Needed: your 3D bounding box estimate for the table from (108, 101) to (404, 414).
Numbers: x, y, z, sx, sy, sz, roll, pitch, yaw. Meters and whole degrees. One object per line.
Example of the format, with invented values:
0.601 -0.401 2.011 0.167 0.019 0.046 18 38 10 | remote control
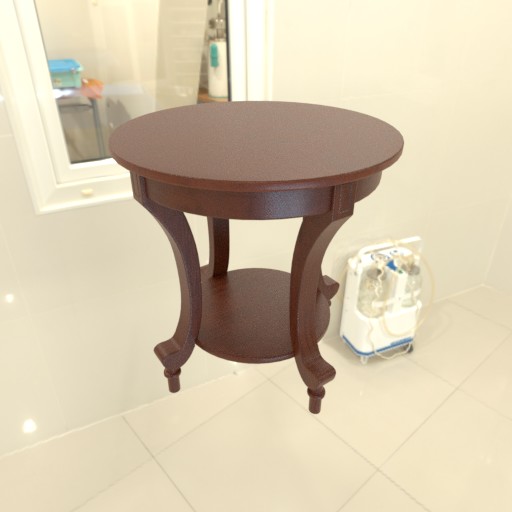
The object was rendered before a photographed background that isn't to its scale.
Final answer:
0.000 0.000 1.083 0.597 0.612 0.597 0 31 0 | table
